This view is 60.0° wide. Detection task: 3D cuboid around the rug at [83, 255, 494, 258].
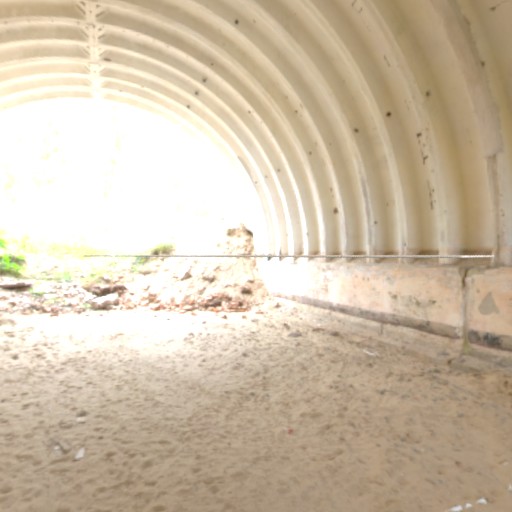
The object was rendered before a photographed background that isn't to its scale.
[{"bbox_3d":[0.000,0.000,2.655,2.435,0.009,0.750,0,0,36],"label":"rug"}]
